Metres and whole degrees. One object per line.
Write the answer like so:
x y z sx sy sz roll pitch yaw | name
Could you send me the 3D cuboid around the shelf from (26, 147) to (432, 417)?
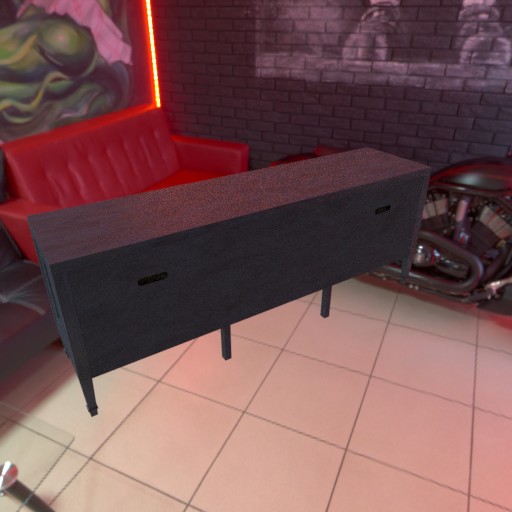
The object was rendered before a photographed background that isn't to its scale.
0.000 0.000 2.211 1.878 0.715 0.471 -17 33 -28 | shelf
